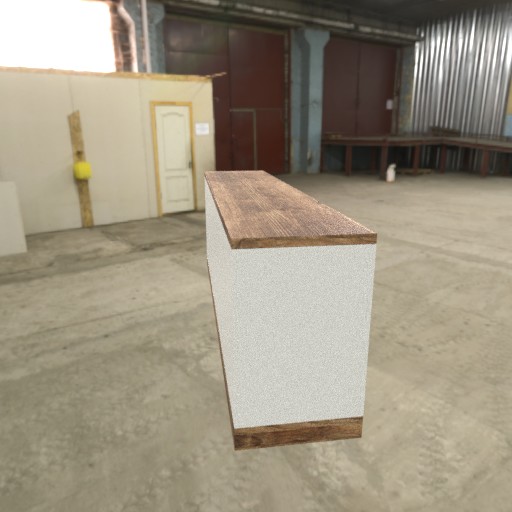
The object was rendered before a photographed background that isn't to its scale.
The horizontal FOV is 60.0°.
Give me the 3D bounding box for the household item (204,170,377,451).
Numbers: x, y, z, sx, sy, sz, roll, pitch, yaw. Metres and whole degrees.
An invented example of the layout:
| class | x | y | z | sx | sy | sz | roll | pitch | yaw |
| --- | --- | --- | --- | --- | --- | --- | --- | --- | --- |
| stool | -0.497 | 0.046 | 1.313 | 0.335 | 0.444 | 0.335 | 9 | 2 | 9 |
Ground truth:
| class | x | y | z | sx | sy | sz | roll | pitch | yaw |
| --- | --- | --- | --- | --- | --- | --- | --- | --- | --- |
| household item | 0.000 | 0.000 | 2.046 | 0.390 | 0.615 | 1.800 | -2 | 16 | -8 |
